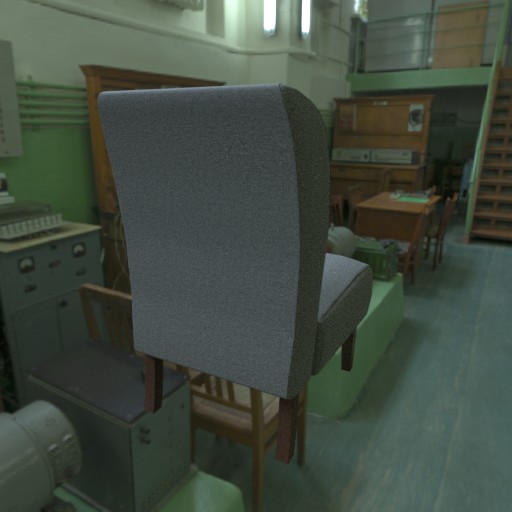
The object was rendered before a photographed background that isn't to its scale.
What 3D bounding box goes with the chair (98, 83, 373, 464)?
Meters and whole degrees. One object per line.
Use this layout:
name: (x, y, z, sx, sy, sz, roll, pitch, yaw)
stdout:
chair: (0.000, 0.000, 1.180, 0.513, 0.804, 0.592, 9, 19, 27)
